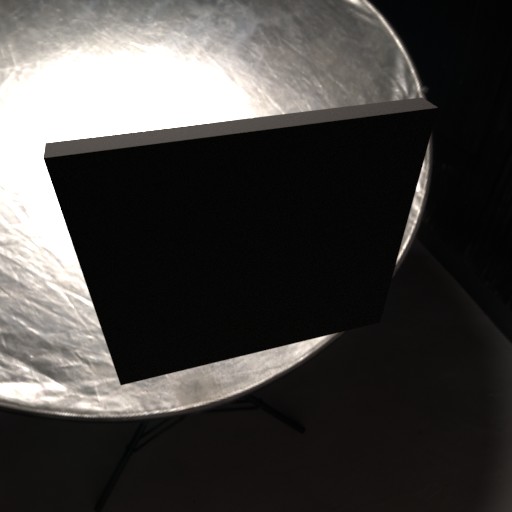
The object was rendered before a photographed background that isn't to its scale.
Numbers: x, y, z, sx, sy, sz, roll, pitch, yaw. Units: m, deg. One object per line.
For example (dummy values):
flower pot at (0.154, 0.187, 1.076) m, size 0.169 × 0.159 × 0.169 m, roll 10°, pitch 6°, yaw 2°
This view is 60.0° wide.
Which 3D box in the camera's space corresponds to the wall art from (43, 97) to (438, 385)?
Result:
wall art at (0.000, 0.000, 0.530) m, size 0.381 × 0.330 × 0.031 m, roll -11°, pitch 41°, yaw -13°
